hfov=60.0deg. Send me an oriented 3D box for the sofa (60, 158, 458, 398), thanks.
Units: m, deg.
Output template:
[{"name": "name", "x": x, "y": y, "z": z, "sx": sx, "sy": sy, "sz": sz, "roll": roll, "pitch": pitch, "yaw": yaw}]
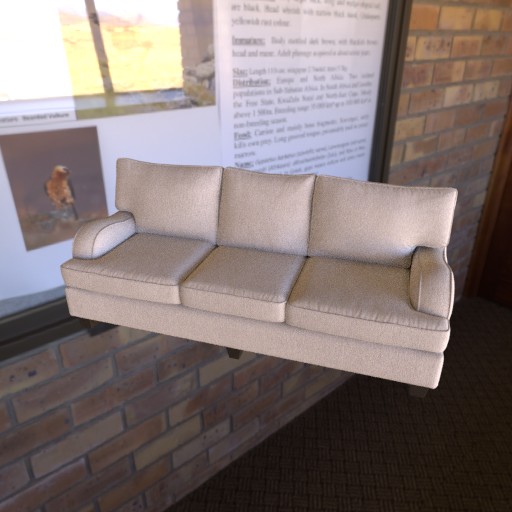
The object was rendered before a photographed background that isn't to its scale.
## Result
[{"name": "sofa", "x": 0.000, "y": 0.000, "z": 2.869, "sx": 2.323, "sy": 0.991, "sz": 1.016, "roll": 8, "pitch": 27, "yaw": 16}]
